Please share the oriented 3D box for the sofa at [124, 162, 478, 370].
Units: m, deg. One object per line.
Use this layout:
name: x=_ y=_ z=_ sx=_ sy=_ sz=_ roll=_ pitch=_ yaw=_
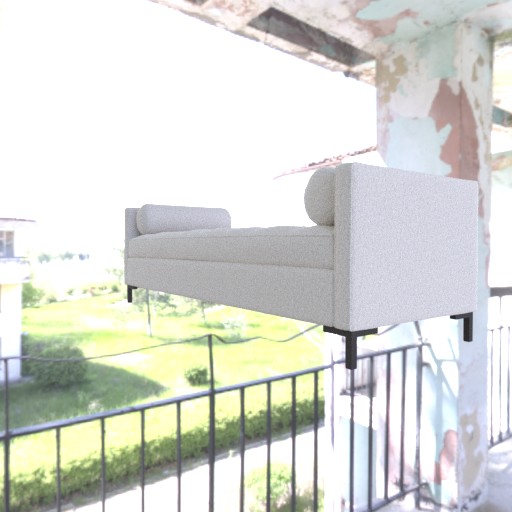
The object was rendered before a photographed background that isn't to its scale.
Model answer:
sofa: x=0.000 y=0.000 z=2.315 sx=0.746 sy=0.641 sz=1.985 roll=-1 pitch=2 yaw=-36
